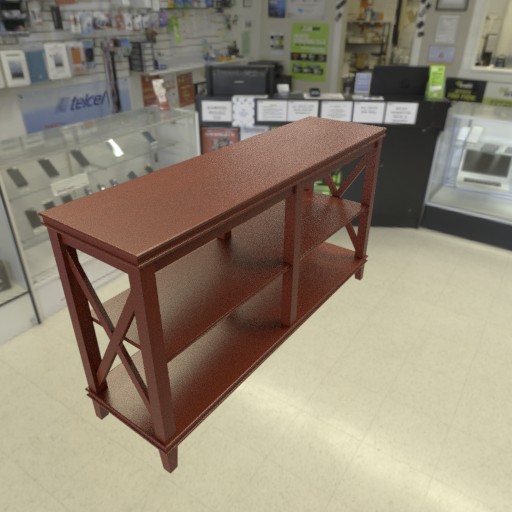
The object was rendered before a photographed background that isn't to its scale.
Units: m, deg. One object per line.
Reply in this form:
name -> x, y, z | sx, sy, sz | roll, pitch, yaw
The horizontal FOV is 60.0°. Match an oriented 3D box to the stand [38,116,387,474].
stand -> 0.000, 0.000, 1.707 | 0.381, 0.762, 1.372 | 20, 36, 31
